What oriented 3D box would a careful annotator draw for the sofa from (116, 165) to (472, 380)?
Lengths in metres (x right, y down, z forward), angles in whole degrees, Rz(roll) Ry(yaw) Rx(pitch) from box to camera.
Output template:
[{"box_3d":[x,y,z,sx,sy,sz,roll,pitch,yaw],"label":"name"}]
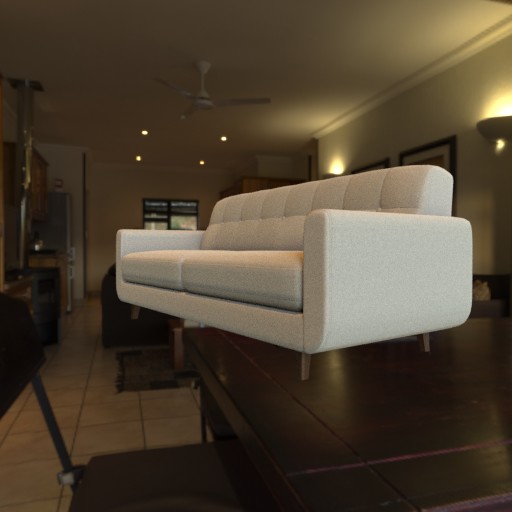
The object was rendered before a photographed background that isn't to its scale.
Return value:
[{"box_3d":[0.000,0.000,2.605,0.980,0.892,2.137,-1,1,-36],"label":"sofa"}]
